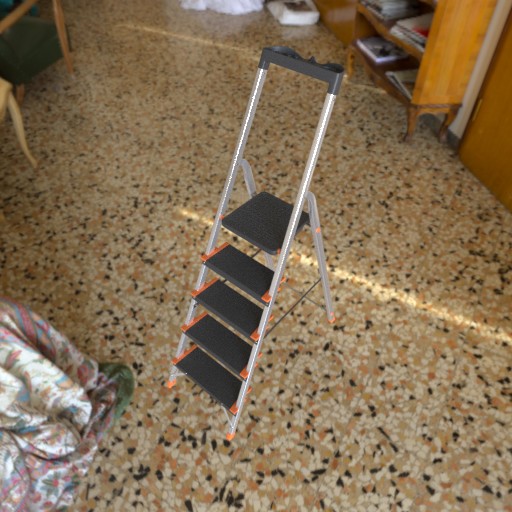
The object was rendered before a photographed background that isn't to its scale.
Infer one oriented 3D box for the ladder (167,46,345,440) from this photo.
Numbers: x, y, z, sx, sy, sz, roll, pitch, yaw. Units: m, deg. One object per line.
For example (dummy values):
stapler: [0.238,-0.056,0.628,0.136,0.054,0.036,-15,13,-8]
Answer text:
ladder: [0.000,0.000,2.053,0.480,1.646,0.995,31,54,26]
